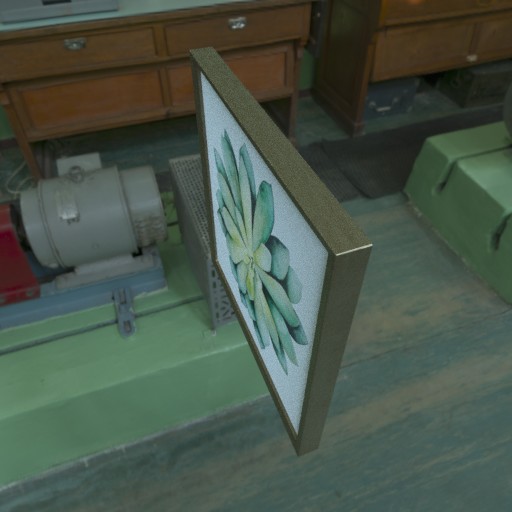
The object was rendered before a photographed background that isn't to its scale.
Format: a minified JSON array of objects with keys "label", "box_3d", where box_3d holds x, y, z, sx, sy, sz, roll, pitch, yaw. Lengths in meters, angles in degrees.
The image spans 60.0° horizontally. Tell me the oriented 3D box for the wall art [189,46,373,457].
[{"label":"wall art","box_3d":[0.000,0.000,0.754,0.040,0.506,0.503,-16,48,-15]}]
